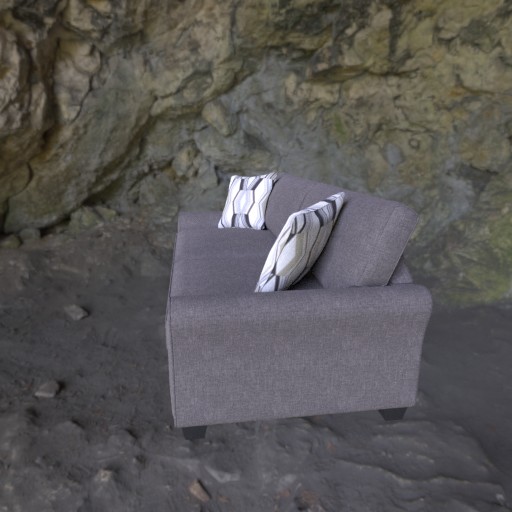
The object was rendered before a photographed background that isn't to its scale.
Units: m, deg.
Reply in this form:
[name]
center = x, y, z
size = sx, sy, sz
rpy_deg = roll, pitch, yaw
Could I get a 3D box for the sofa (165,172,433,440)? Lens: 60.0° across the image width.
[sofa]
center = 0.000, 0.000, 2.390
size = 0.889, 0.813, 2.032
rpy_deg = -2, 14, -8
